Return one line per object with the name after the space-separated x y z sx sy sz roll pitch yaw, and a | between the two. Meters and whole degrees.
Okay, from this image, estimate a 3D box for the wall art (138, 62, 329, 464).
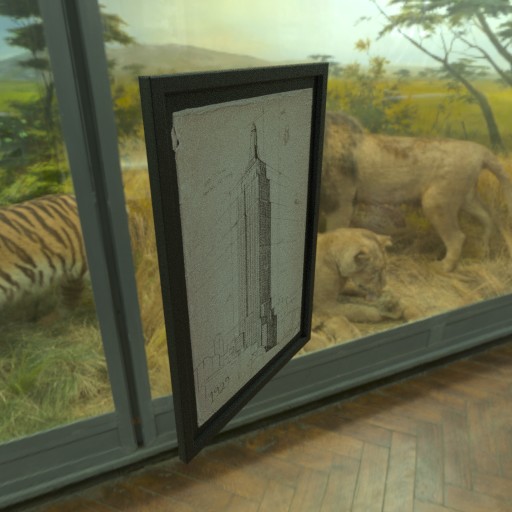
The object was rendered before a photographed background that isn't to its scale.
0.000 0.000 0.551 0.013 0.431 0.303 17 31 31 | wall art
